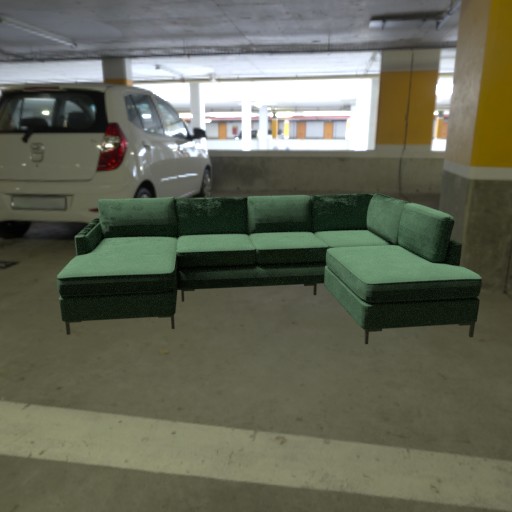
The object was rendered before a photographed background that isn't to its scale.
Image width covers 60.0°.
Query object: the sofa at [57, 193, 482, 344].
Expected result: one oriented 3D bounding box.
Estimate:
[{"bbox_3d":[0.000,0.000,4.300,3.434,0.992,2.055,-2,15,-8],"label":"sofa"}]
